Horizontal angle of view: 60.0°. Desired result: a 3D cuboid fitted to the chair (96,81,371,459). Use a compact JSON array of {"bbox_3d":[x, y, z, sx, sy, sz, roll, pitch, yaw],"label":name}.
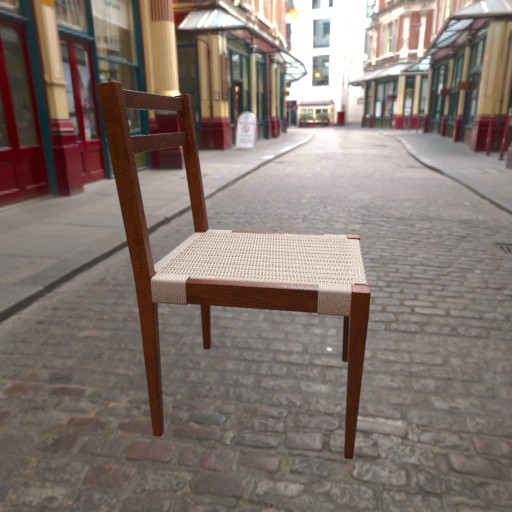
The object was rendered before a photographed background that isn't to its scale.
[{"bbox_3d":[0.000,0.000,1.199,0.569,0.851,0.495,3,17,9],"label":"chair"}]
